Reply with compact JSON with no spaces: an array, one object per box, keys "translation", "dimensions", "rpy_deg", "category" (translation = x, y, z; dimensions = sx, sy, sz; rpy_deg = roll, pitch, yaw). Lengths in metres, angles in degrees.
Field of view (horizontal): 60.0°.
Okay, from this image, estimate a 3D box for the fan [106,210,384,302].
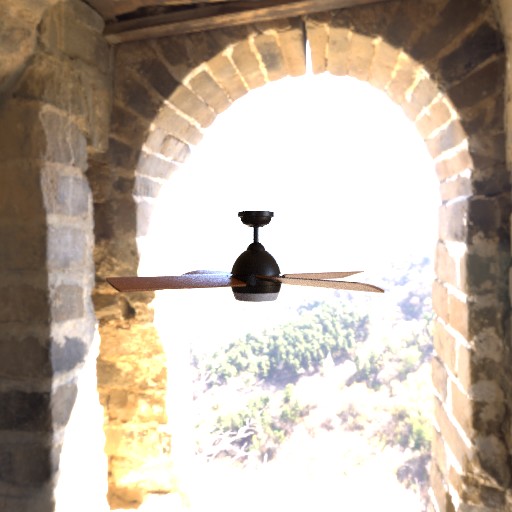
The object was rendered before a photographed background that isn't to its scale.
[{"translation":[0.000,0.000,2.023],"dimensions":[1.332,0.403,1.332],"rpy_deg":[0,0,-36],"category":"fan"}]
